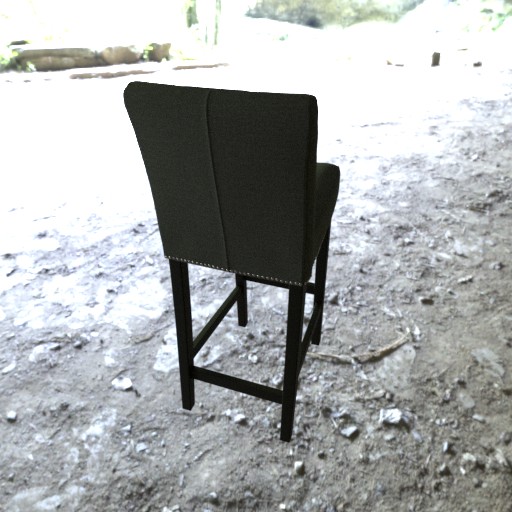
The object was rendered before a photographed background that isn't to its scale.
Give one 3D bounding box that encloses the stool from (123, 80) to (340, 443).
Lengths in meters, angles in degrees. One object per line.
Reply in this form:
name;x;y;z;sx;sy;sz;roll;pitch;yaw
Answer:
stool;0.000;0.000;1.321;0.411;1.047;0.548;11;34;17
